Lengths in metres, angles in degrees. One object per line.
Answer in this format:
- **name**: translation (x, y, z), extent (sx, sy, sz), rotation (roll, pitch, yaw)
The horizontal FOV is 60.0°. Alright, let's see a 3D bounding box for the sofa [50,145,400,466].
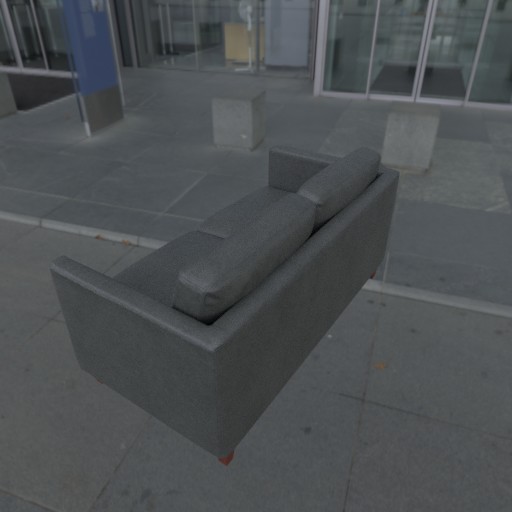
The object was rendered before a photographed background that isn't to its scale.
- **sofa**: translation (0.000, 0.000, 2.480), extent (0.951, 0.933, 1.883), rotation (20, 38, 28)
